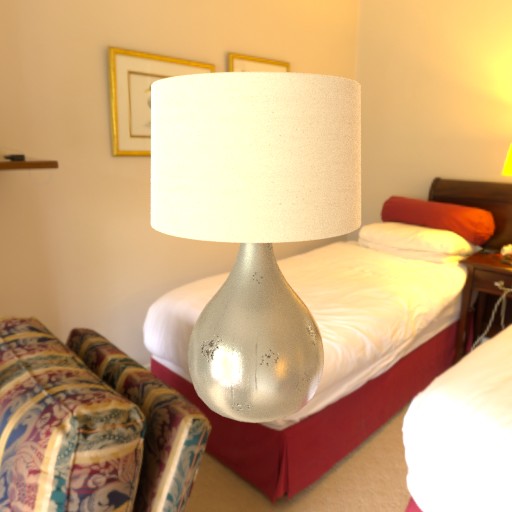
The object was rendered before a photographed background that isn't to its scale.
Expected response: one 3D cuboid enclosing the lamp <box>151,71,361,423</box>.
[{"bbox_3d":[0.000,0.000,0.729,0.330,0.521,0.330,0,14,0],"label":"lamp"}]
